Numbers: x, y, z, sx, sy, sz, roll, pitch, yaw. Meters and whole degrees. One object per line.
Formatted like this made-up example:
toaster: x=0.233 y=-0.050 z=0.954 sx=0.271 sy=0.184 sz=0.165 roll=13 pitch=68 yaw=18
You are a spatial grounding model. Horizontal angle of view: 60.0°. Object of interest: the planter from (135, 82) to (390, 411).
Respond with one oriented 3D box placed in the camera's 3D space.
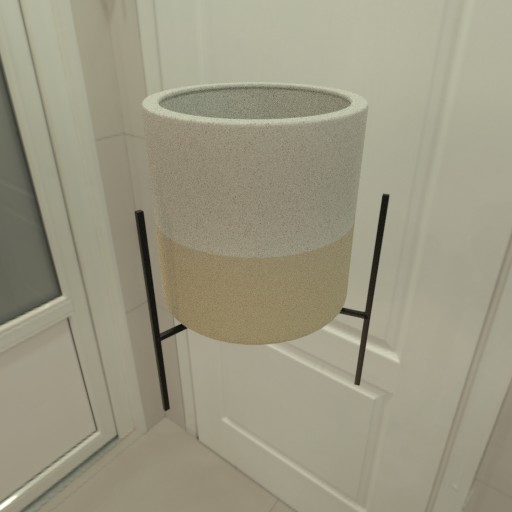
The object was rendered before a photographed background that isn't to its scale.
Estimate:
planter: x=0.000 y=0.000 z=0.540 sx=0.263 sy=0.362 sz=0.267 roll=21 pitch=36 yaw=33
